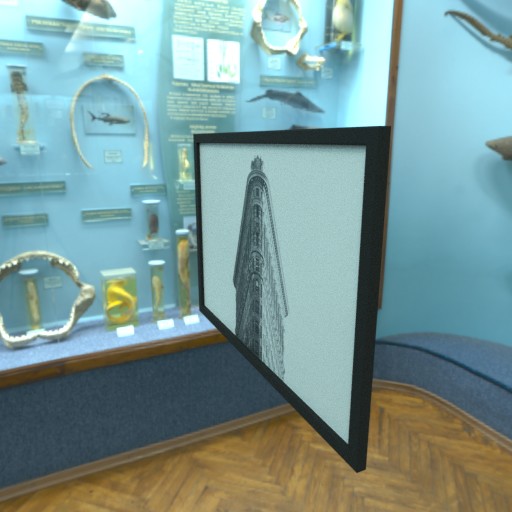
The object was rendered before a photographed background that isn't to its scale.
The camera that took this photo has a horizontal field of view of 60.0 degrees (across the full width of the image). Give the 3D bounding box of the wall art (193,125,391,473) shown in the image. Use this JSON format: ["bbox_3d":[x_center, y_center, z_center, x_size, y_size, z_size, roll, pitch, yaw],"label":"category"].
[{"bbox_3d":[0.000,0.000,1.212,0.026,0.656,0.958,-7,16,-25],"label":"wall art"}]
